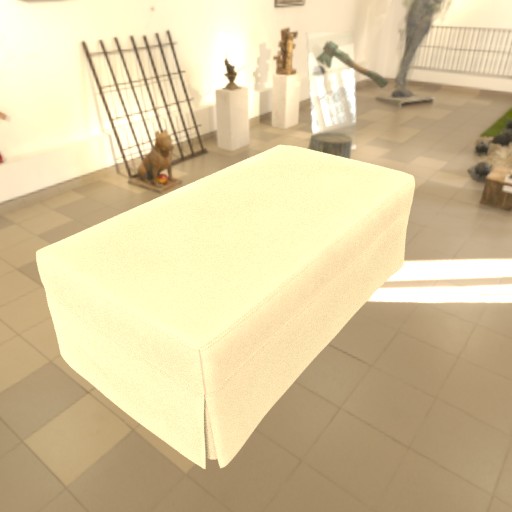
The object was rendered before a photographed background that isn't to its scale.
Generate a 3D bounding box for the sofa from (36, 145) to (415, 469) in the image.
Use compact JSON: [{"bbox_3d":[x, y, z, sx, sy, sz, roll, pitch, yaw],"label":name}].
[{"bbox_3d":[0.000,0.000,2.103,0.939,0.552,1.677,22,38,31],"label":"sofa"}]
